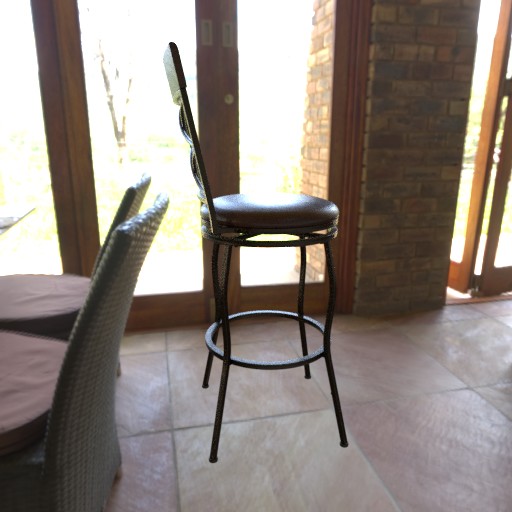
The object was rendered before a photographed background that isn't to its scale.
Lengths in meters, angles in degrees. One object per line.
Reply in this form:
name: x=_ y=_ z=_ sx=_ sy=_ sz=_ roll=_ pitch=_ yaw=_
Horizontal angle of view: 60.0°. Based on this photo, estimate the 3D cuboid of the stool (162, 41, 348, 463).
stool: x=0.000 y=0.000 z=1.384 sx=0.513 sy=1.130 sz=0.448 roll=-3 pitch=15 yaw=-9
